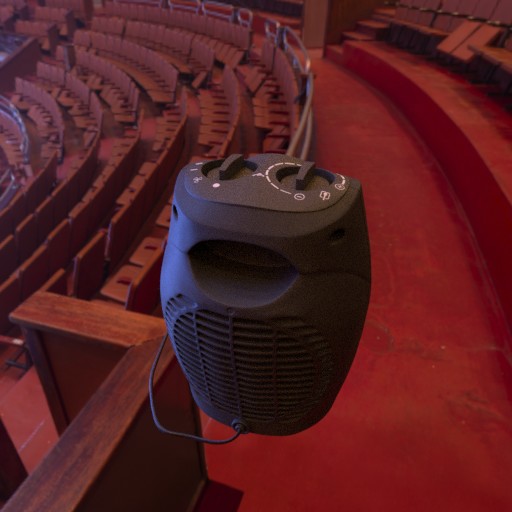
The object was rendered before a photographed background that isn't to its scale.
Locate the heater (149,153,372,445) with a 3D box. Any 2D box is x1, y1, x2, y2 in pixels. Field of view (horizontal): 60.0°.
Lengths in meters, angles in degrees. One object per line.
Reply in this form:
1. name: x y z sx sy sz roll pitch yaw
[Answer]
1. heater: 0.000 0.000 0.459 0.239 0.240 0.291 9 33 15
